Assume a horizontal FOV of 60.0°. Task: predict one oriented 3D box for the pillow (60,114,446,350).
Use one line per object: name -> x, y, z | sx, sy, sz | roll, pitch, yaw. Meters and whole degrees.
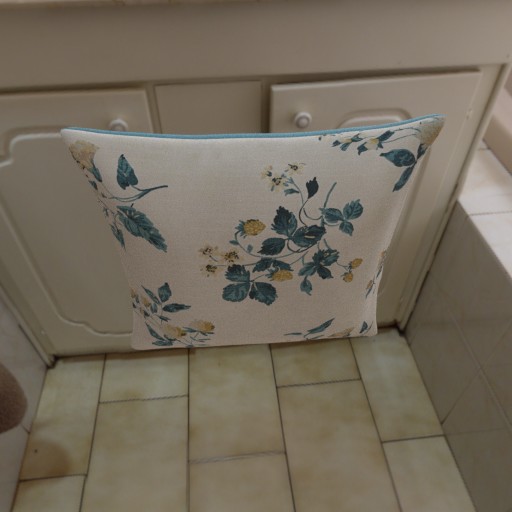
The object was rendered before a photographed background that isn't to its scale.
pillow -> 0.000, 0.000, 0.774 | 0.526, 0.507, 0.166 | -3, 45, -3
